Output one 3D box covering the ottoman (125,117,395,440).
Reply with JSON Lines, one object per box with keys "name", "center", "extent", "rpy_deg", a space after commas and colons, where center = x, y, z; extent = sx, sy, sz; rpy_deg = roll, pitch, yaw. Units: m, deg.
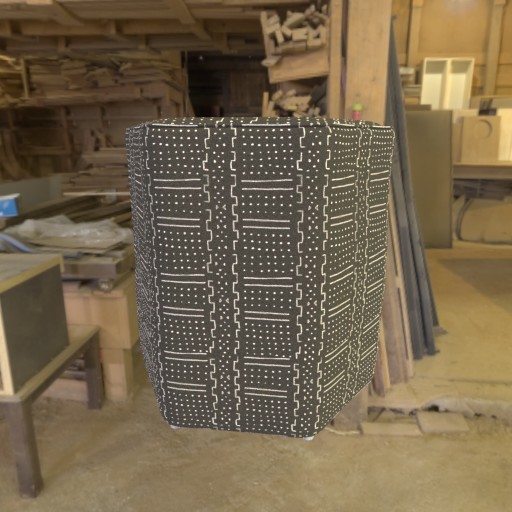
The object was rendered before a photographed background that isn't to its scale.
{"name": "ottoman", "center": [0.000, 0.000, 0.863], "extent": [0.494, 0.502, 0.443], "rpy_deg": [2, 15, 8]}
